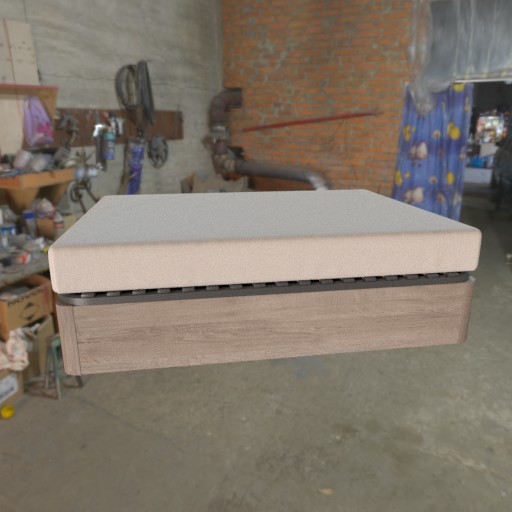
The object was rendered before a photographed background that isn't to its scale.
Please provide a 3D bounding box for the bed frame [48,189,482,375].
[{"bbox_3d":[0.000,0.000,2.588,1.900,0.561,1.400,-3,17,-9],"label":"bed frame"}]
